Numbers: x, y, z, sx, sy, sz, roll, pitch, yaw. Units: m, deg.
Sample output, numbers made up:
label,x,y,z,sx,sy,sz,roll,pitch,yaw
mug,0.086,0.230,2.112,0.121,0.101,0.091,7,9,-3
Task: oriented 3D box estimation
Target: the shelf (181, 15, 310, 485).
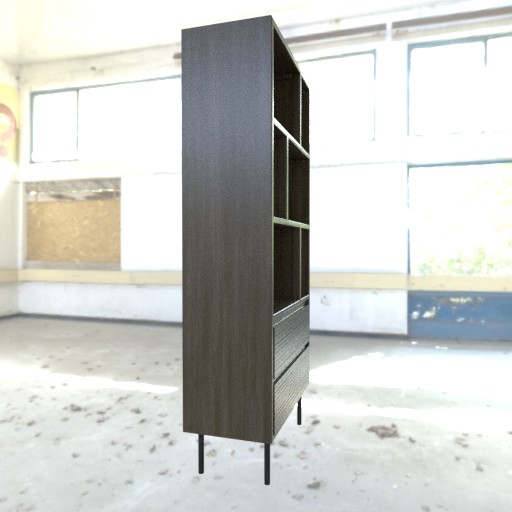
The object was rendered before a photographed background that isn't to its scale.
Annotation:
label,x,y,z,sx,sy,sz,roll,pitch,yaw
shelf,0.000,0.000,1.788,0.323,1.545,0.670,0,1,17
